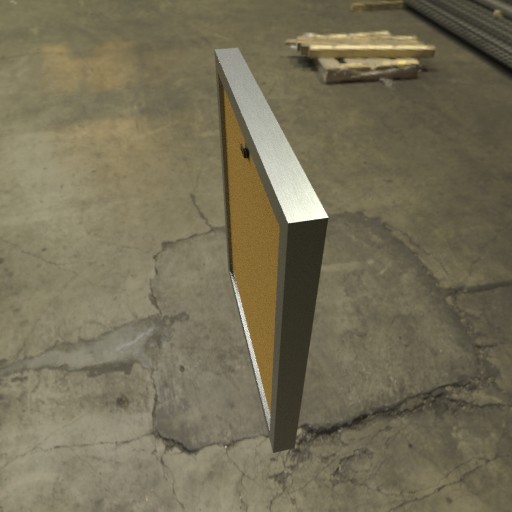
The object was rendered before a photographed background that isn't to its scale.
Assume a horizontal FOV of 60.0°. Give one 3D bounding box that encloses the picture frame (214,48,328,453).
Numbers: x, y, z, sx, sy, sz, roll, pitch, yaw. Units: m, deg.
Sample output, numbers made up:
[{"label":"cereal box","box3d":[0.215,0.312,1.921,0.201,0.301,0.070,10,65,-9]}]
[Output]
[{"label":"picture frame","box3d":[0.000,0.000,1.394,0.073,0.968,0.839,-9,45,-9]}]
